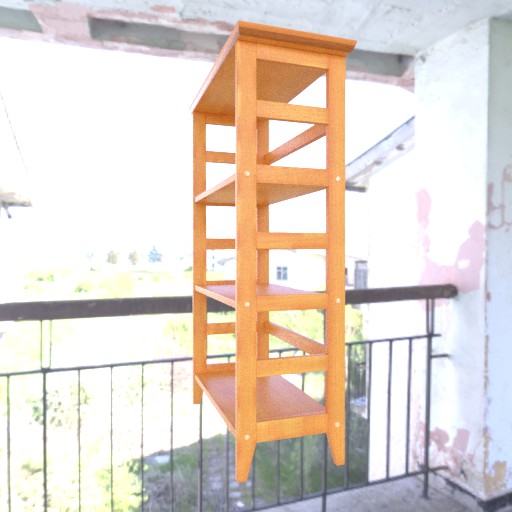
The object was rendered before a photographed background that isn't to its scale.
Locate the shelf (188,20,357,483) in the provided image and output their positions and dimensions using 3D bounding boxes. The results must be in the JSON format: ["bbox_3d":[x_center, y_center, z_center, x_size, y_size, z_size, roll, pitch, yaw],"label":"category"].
[{"bbox_3d":[0.000,0.000,1.362,0.305,1.067,0.660,0,1,-19],"label":"shelf"}]
